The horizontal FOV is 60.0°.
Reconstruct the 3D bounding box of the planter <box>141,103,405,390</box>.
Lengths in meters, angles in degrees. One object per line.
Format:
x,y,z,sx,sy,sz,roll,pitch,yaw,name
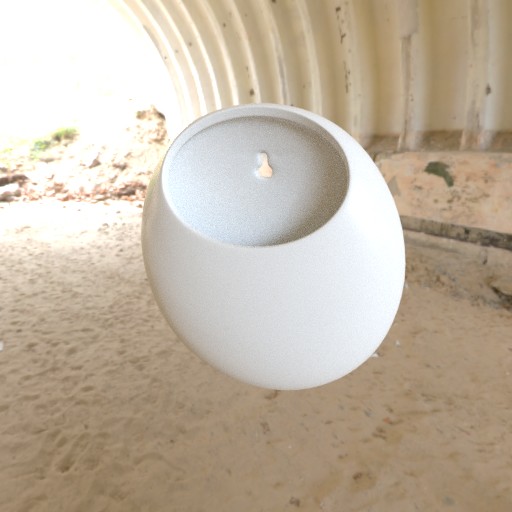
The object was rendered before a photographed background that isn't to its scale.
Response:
0.000,0.000,0.287,0.185,0.188,0.043,7,16,25,planter
